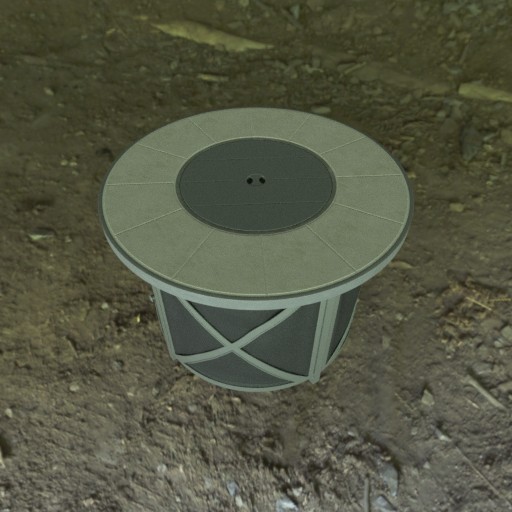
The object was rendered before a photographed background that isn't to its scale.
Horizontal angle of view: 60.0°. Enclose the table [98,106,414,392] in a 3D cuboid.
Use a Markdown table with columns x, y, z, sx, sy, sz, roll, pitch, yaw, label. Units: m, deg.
| x | y | z | sx | sy | sz | roll | pitch | yaw | label |
| --- | --- | --- | --- | --- | --- | --- | --- | --- | --- |
| 0.000 | 0.000 | 1.553 | 0.914 | 0.650 | 0.914 | 0 | 46 | 0 | table |
